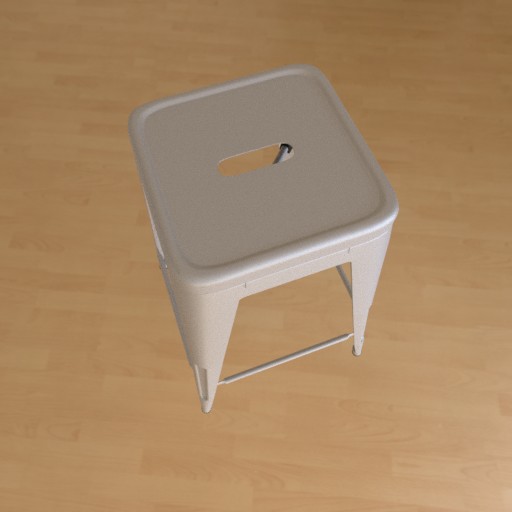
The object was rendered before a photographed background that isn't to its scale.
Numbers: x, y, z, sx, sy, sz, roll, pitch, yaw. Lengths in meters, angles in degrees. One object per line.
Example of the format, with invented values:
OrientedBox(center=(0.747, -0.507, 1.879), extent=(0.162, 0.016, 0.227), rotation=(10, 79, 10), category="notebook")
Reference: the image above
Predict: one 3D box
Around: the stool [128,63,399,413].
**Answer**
OrientedBox(center=(0.000, 0.000, 0.871), extent=(0.410, 0.608, 0.410), rotation=(-18, 65, -9), category="stool")
